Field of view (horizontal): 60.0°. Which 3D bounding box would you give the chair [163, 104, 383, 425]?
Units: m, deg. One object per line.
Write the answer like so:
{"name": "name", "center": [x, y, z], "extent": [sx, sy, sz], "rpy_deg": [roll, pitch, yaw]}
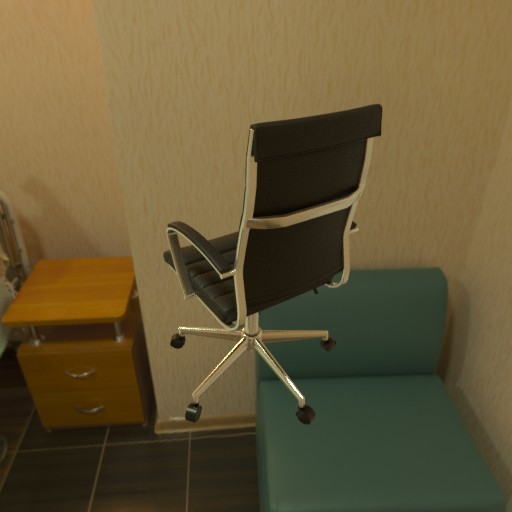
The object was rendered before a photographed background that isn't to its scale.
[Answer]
{"name": "chair", "center": [0.000, 0.000, 1.659], "extent": [0.766, 1.149, 0.739], "rpy_deg": [-19, 35, -29]}
